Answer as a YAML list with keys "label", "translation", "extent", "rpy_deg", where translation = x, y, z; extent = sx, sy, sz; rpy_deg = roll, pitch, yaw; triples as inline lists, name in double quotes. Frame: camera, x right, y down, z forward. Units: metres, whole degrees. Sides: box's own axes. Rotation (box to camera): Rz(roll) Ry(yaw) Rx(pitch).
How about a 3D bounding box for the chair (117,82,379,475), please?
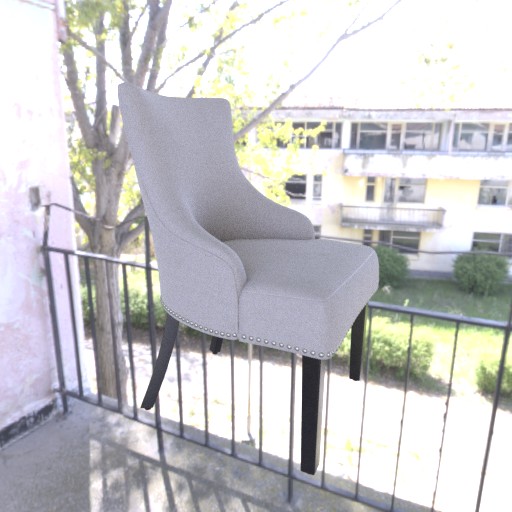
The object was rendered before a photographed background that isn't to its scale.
- label: "chair"
  translation: [0.000, 0.000, 1.271]
  extent: [0.629, 0.909, 0.566]
  rpy_deg: [7, 16, 25]
